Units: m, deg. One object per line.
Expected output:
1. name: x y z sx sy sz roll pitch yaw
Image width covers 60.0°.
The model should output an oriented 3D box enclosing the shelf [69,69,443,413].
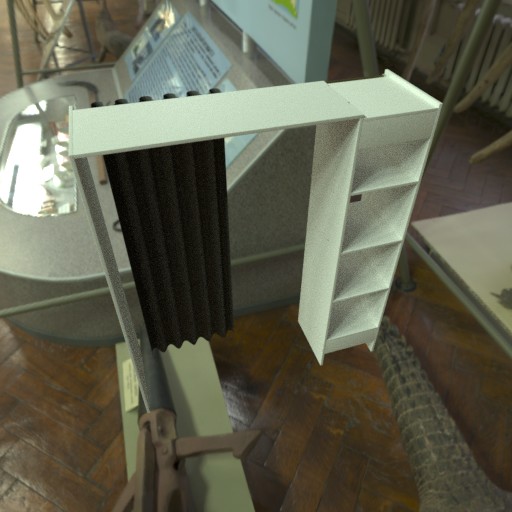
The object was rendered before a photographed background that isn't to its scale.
1. shelf: 0.000 0.000 2.578 1.600 1.810 0.500 -12 42 -13
